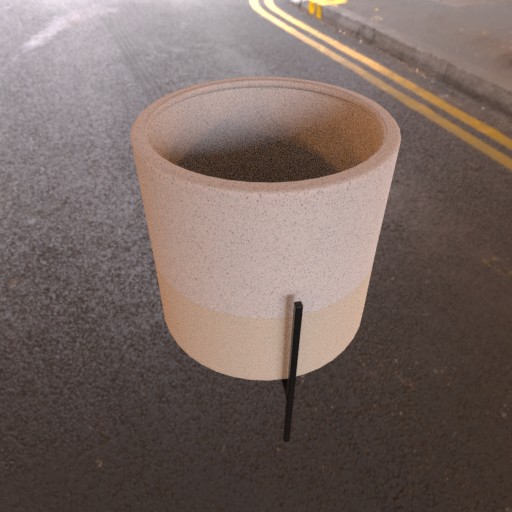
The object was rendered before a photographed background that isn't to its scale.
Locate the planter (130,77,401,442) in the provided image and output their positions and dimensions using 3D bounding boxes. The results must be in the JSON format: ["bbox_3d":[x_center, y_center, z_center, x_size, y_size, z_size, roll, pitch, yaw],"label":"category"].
[{"bbox_3d":[0.000,0.000,0.657,0.335,0.423,0.313,12,42,14],"label":"planter"}]
